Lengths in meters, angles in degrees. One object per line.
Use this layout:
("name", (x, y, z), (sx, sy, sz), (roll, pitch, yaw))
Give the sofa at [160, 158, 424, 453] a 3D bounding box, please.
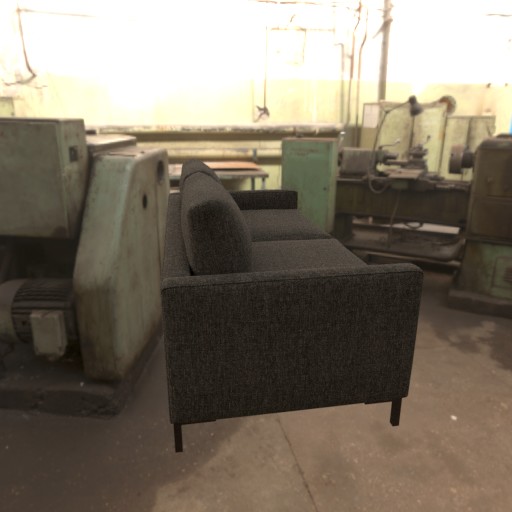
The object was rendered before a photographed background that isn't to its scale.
("sofa", (0.000, 0.000, 2.221), (0.866, 0.862, 1.716), (-3, 18, -9))
